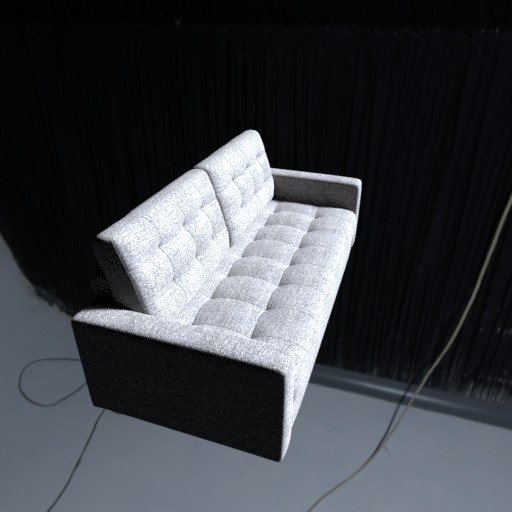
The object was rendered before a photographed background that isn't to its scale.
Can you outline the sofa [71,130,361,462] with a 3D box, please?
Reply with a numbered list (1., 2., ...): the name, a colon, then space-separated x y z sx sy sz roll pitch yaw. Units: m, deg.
1. sofa: 0.000 0.000 2.323 0.863 0.902 1.821 10 32 16
